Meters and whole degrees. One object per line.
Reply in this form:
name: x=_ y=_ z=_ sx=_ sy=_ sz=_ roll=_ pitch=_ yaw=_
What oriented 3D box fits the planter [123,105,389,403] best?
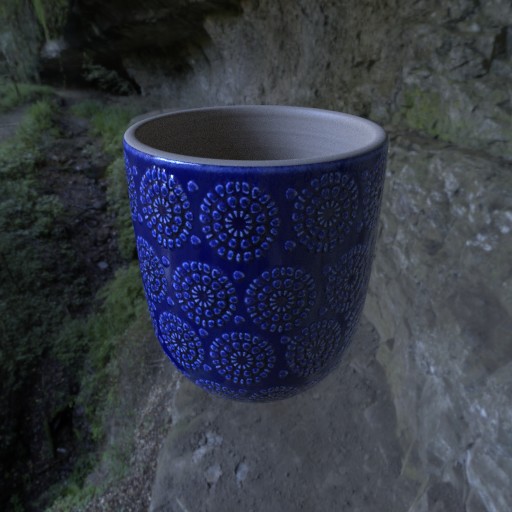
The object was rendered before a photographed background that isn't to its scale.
planter: x=0.000 y=0.000 z=0.360 sx=0.184 sy=0.206 sz=0.184 roll=0 pitch=28 yaw=0
